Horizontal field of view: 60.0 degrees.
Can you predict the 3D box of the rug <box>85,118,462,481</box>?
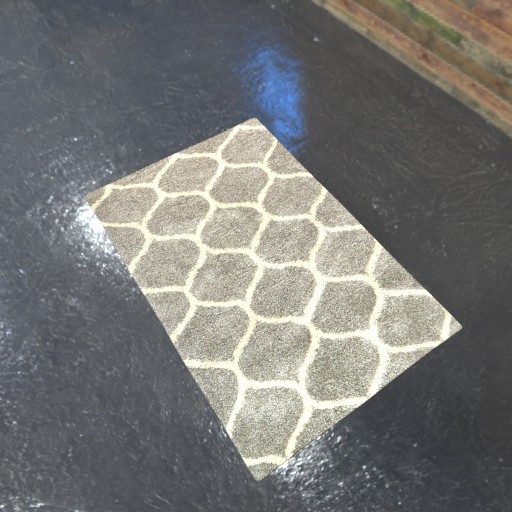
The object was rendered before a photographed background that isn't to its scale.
[{"bbox_3d":[0.000,0.000,3.537,1.801,0.026,2.701,-30,62,-17],"label":"rug"}]
